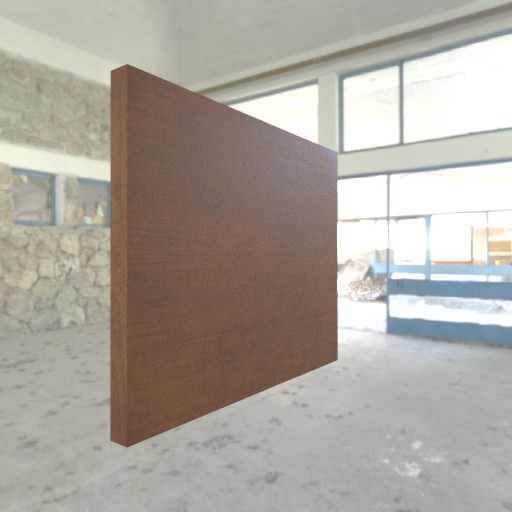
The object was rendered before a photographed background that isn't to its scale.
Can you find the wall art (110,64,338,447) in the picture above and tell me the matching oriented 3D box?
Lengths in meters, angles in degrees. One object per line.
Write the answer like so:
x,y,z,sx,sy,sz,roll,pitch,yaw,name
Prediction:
0.000,0.000,0.761,0.033,0.457,0.558,0,0,37,wall art
